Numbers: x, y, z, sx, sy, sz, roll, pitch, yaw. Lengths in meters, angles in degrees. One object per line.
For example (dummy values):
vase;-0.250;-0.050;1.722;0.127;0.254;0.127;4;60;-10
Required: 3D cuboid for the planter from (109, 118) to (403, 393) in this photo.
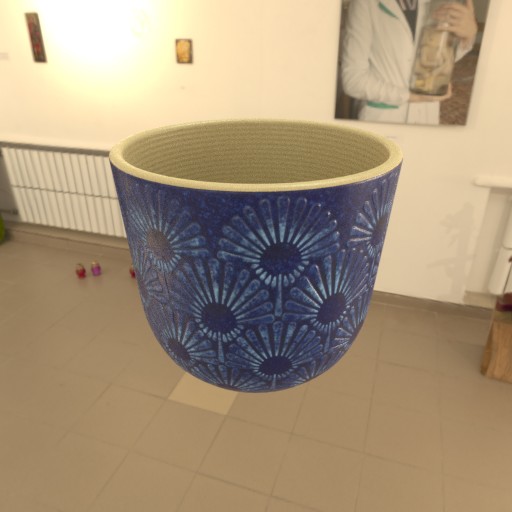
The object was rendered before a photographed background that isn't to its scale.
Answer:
planter;0.000;0.000;0.300;0.170;0.153;0.170;0;27;0
